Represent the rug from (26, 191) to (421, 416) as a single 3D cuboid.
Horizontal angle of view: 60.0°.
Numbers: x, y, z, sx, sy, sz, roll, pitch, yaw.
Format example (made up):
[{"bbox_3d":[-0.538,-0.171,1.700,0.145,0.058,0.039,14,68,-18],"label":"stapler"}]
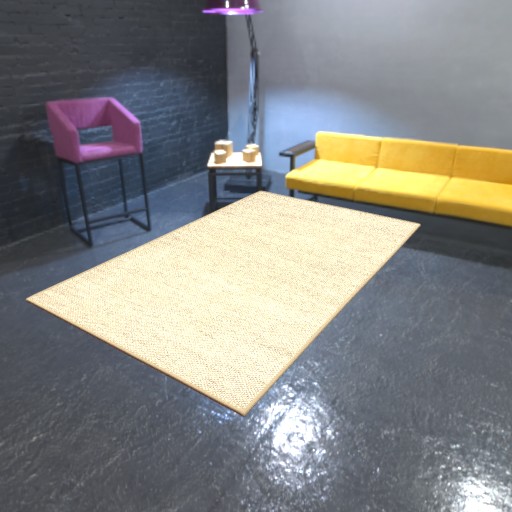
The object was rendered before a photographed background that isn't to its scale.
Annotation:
[{"bbox_3d":[0.000,0.000,2.086,1.062,0.013,1.667,17,31,30],"label":"rug"}]
